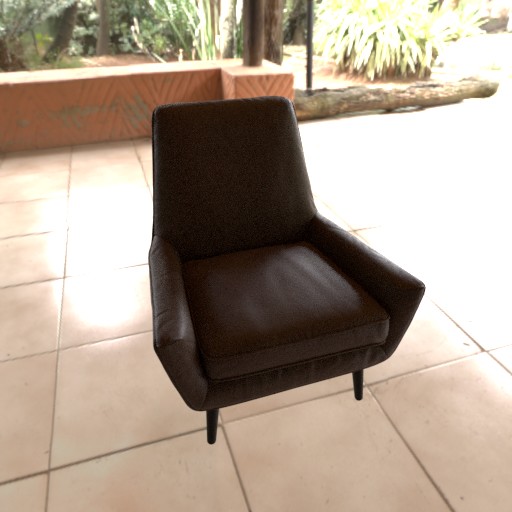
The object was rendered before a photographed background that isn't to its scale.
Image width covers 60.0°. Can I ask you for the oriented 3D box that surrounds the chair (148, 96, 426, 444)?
[{"bbox_3d":[0.000,0.000,1.506,0.787,0.888,0.824,-10,33,-16],"label":"chair"}]
